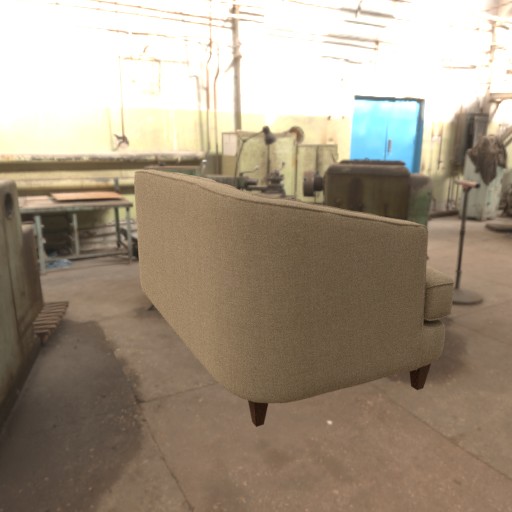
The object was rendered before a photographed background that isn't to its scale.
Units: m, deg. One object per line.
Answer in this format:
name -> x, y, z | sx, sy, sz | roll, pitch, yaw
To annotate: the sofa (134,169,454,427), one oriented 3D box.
sofa -> 0.000, 0.000, 2.272 | 0.941, 0.855, 1.733 | -7, 16, -26
